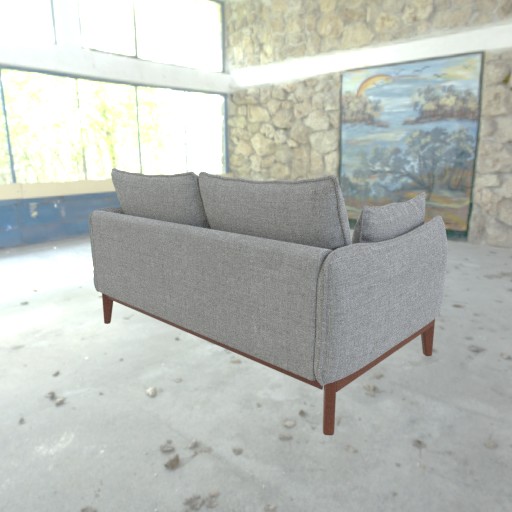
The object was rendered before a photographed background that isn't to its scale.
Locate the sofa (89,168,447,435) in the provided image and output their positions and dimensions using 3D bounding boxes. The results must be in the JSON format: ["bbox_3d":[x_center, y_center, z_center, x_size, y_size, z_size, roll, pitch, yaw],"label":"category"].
[{"bbox_3d":[0.000,0.000,2.177,1.580,0.851,0.972,12,17,42],"label":"sofa"}]
